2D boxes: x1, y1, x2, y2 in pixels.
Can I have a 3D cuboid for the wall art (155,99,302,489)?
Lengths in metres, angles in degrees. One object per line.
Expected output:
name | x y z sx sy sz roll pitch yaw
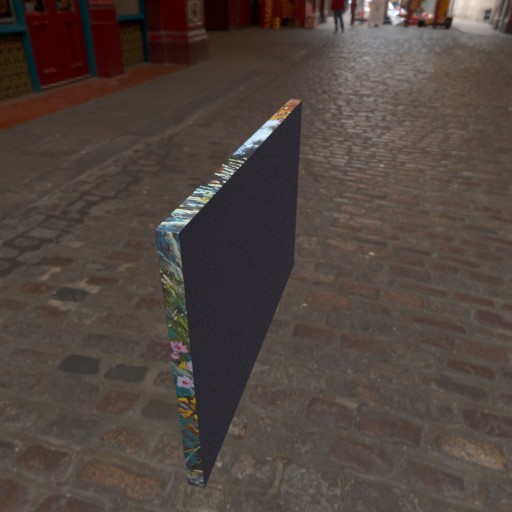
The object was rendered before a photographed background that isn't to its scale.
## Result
wall art | 0.000 0.000 1.148 0.037 0.604 0.908 8 32 14
